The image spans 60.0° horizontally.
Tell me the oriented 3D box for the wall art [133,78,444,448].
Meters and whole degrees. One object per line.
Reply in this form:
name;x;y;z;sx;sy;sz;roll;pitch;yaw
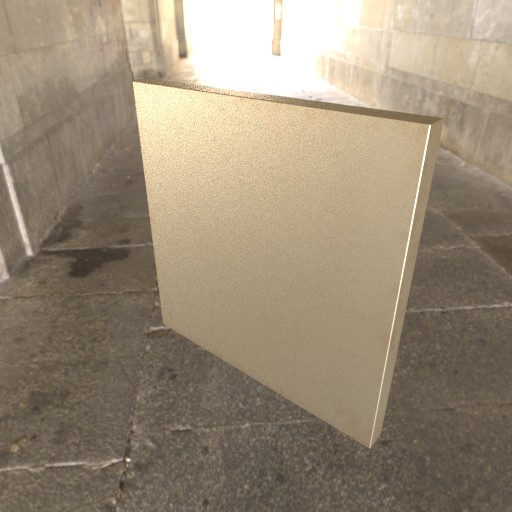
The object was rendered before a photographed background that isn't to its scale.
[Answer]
wall art;0.000;0.000;0.735;0.503;0.506;0.040;22;36;34
